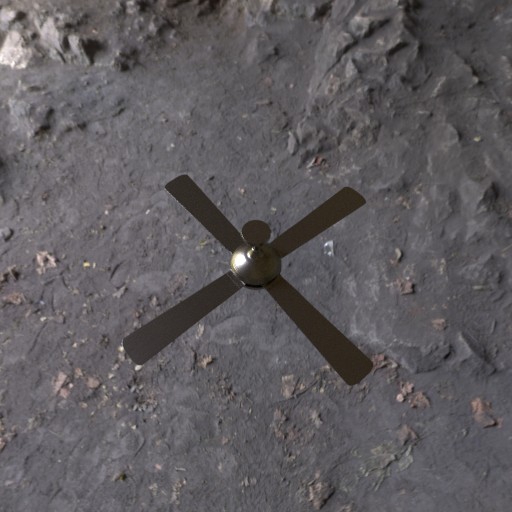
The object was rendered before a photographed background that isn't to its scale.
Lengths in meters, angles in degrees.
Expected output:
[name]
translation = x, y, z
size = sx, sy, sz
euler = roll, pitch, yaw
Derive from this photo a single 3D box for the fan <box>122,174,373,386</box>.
[fan]
translation = 0.000, 0.000, 2.014
size = 1.321, 0.381, 1.321
euler = -16, 59, -10
